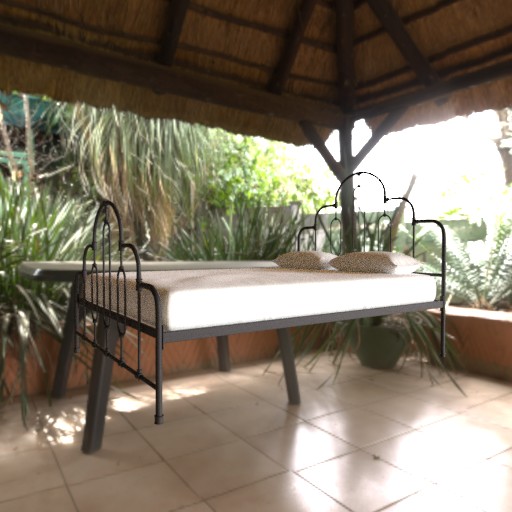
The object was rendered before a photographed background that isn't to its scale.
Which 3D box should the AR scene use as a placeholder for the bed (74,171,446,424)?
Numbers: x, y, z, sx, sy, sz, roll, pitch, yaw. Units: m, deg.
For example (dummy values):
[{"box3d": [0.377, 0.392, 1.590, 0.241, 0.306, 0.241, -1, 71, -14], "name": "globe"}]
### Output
[{"box3d": [0.000, 0.000, 3.200, 2.163, 1.429, 1.640, -1, 1, -34], "name": "bed"}]
